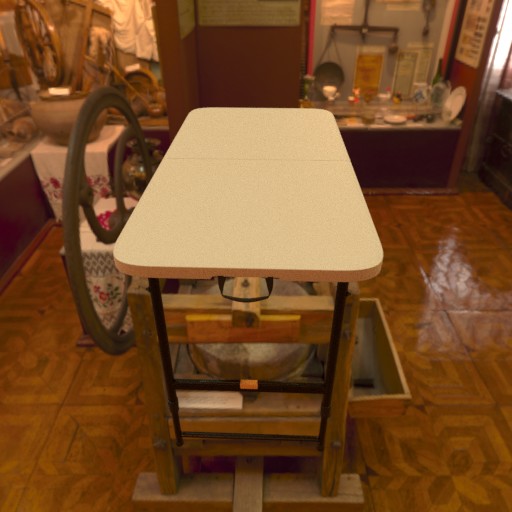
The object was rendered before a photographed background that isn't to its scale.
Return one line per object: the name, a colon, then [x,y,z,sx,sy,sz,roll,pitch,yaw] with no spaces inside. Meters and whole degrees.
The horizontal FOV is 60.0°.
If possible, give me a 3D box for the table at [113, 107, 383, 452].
table: [0.000,0.000,1.633,0.611,0.737,1.245,1,34,2]
